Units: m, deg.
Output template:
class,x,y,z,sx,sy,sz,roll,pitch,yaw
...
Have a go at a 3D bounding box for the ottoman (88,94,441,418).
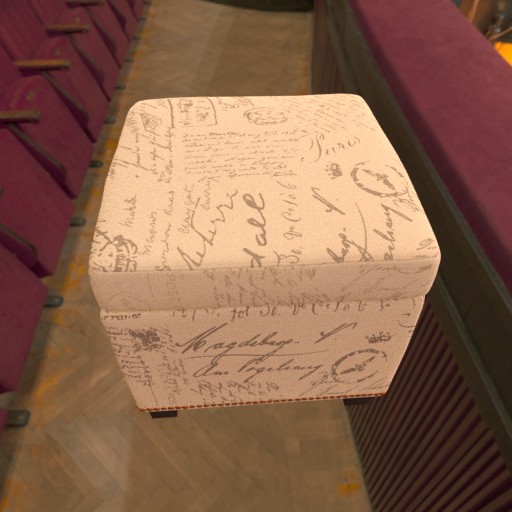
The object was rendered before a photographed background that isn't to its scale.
class,x,y,z,sx,sy,sz,roll,pitch,yaw
ottoman,0.000,0.000,0.827,0.450,0.457,0.449,-3,45,-3
